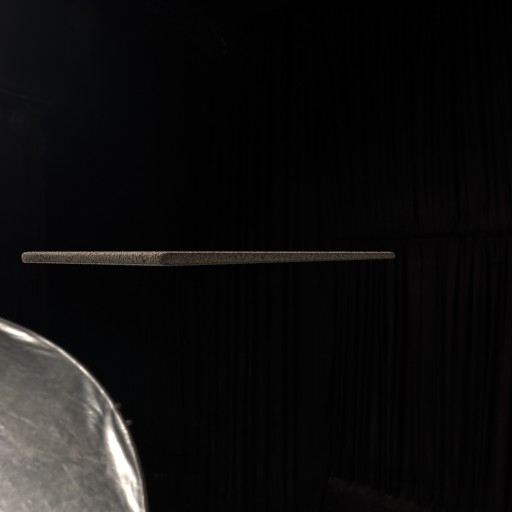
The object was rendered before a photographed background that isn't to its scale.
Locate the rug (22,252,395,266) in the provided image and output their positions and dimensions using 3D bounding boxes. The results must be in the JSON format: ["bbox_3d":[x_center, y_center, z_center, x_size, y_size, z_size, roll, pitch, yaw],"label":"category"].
[{"bbox_3d":[0.000,0.000,1.738,0.609,0.030,1.524,0,1,35],"label":"rug"}]
